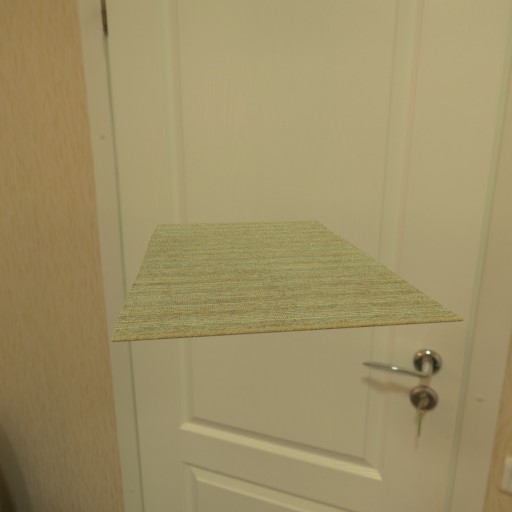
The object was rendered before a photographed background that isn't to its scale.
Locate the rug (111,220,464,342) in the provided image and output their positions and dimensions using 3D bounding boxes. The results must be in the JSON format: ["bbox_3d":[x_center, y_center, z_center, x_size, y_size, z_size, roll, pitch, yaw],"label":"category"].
[{"bbox_3d":[0.000,0.000,3.046,1.540,0.012,2.448,-2,15,-8],"label":"rug"}]
